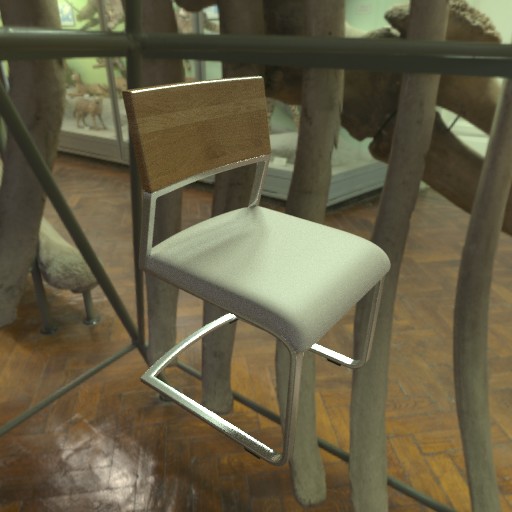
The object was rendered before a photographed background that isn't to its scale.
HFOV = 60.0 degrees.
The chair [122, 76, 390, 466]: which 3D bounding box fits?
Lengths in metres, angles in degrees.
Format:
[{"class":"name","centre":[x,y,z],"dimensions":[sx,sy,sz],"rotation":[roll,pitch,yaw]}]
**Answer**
[{"class":"chair","centre":[0.000,0.000,1.176],"dimensions":[0.585,0.844,0.467],"rotation":[19,32,33]}]
